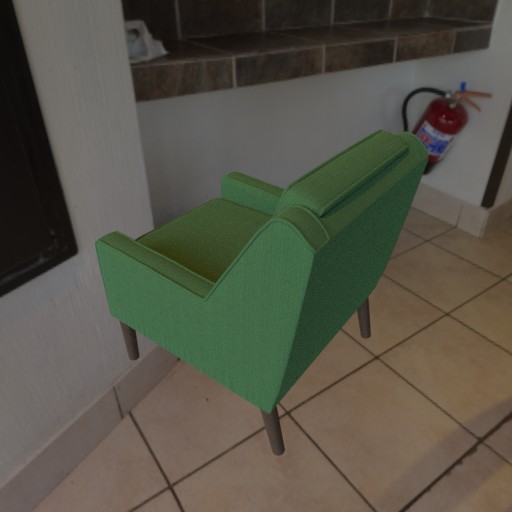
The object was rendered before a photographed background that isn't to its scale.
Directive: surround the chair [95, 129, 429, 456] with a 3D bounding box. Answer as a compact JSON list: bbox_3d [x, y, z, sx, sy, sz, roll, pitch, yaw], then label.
[{"bbox_3d":[0.000,0.000,1.382,0.743,0.792,0.663,22,39,30],"label":"chair"}]
